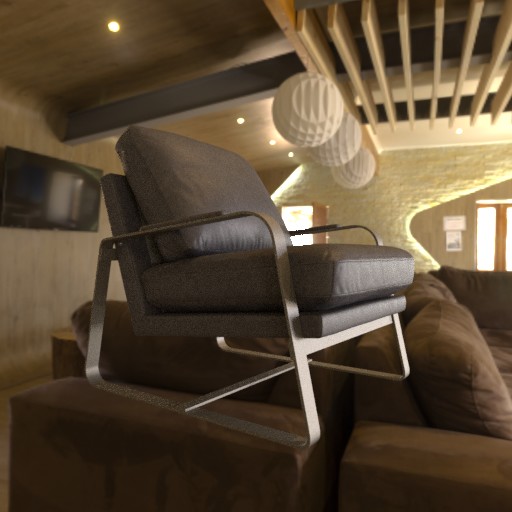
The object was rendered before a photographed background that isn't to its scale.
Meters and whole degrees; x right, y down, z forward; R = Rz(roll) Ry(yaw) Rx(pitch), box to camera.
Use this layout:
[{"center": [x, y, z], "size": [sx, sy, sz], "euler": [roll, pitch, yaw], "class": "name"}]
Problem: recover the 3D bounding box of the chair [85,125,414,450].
[{"center": [0.000, 0.000, 1.460], "size": [0.878, 0.839, 0.692], "euler": [0, 0, 36], "class": "chair"}]
